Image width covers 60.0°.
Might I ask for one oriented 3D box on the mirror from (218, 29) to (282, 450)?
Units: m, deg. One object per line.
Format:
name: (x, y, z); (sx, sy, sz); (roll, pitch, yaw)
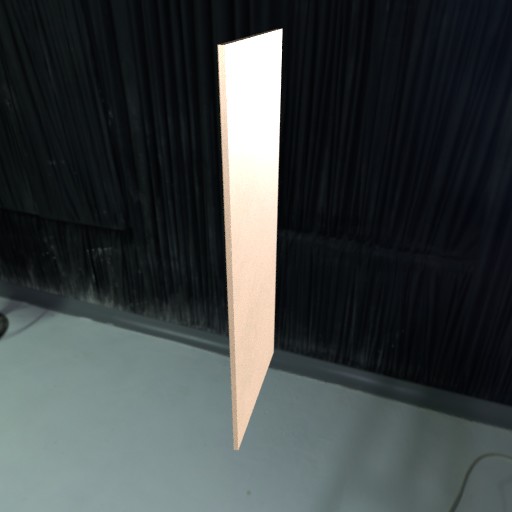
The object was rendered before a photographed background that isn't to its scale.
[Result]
mirror: (0.000, 0.000, 2.274); (0.026, 2.031, 0.812); (8, 31, 14)
